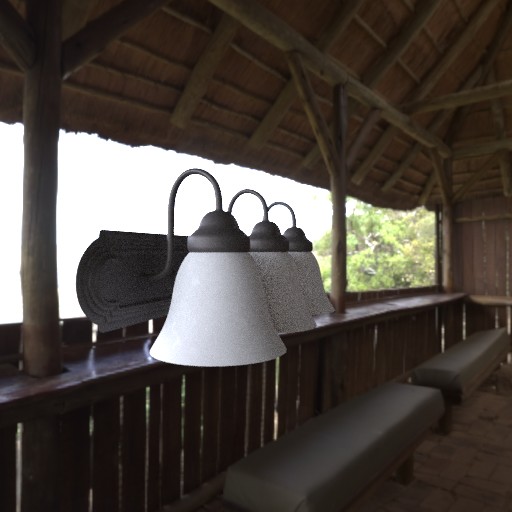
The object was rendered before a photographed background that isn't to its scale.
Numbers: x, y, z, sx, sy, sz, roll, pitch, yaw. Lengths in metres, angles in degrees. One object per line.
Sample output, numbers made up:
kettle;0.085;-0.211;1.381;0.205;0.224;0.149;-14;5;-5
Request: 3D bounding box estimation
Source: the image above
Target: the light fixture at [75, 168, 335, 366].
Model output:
light fixture;0.000;0.000;0.726;0.199;0.222;0.610;0;1;19
